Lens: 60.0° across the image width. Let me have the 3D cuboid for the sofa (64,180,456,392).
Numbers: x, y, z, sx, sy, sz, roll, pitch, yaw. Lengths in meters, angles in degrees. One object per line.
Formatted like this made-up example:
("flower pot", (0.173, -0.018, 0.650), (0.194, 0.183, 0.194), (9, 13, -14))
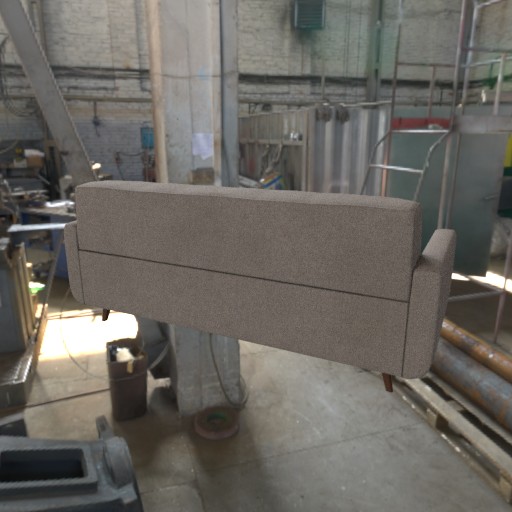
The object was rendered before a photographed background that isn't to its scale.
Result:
("sofa", (0.000, 0.000, 2.523), (2.029, 0.841, 0.909), (8, 17, 26))
